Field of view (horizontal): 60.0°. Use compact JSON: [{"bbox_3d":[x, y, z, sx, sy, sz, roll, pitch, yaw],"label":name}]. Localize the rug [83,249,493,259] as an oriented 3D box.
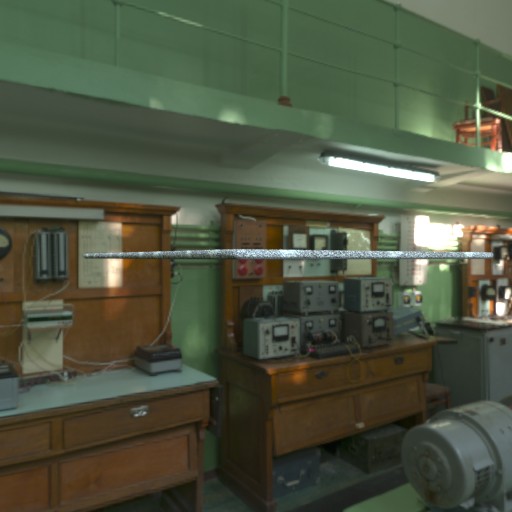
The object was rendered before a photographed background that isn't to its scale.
[{"bbox_3d":[0.000,0.000,2.077,1.200,0.025,1.600,0,0,-34],"label":"rug"}]
